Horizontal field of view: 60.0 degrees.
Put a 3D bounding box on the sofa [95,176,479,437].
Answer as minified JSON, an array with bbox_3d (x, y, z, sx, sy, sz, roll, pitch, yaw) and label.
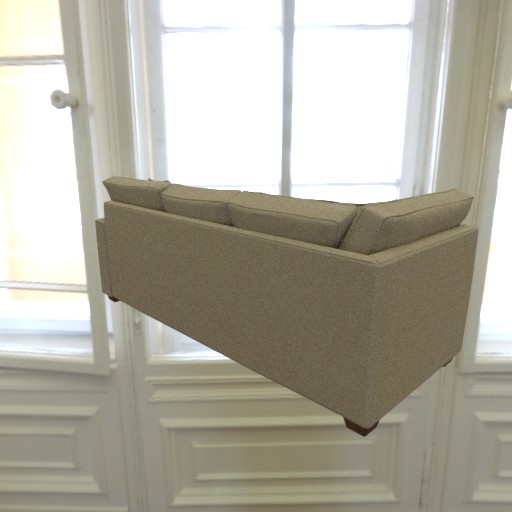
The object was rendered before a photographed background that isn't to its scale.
[{"bbox_3d":[0.000,0.000,2.821,1.053,0.948,2.323,-14,21,-42],"label":"sofa"}]
